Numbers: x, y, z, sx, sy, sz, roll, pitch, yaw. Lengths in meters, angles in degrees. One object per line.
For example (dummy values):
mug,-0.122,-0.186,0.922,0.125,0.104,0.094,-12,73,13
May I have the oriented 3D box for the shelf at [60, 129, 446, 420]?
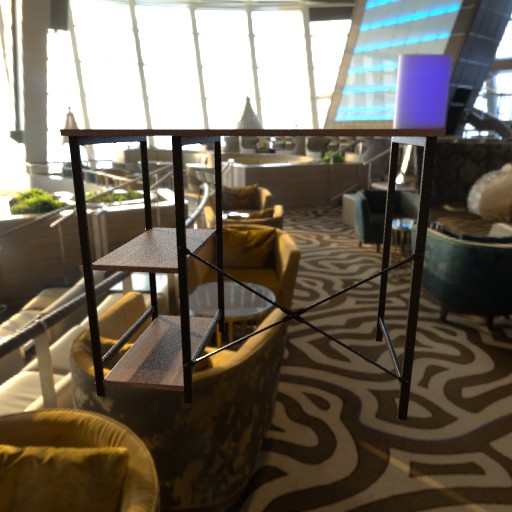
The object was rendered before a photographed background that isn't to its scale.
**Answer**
shelf,0.000,0.000,1.364,0.902,0.750,0.498,2,16,7
